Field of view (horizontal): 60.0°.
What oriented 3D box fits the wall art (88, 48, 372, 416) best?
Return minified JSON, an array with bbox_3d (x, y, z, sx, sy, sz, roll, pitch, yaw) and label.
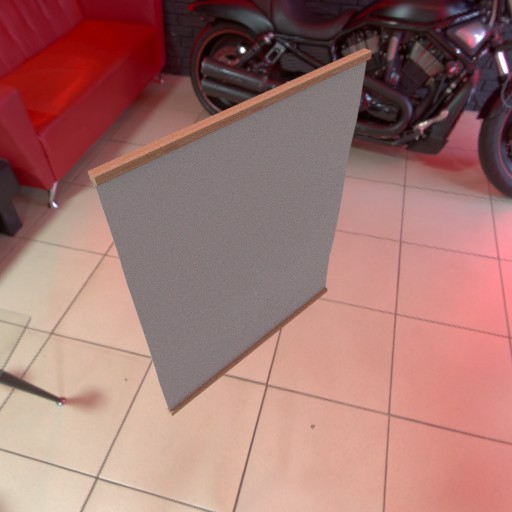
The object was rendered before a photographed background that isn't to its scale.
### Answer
[{"bbox_3d":[0.000,0.000,0.680,0.406,0.508,0.013,-34,55,-28],"label":"wall art"}]
